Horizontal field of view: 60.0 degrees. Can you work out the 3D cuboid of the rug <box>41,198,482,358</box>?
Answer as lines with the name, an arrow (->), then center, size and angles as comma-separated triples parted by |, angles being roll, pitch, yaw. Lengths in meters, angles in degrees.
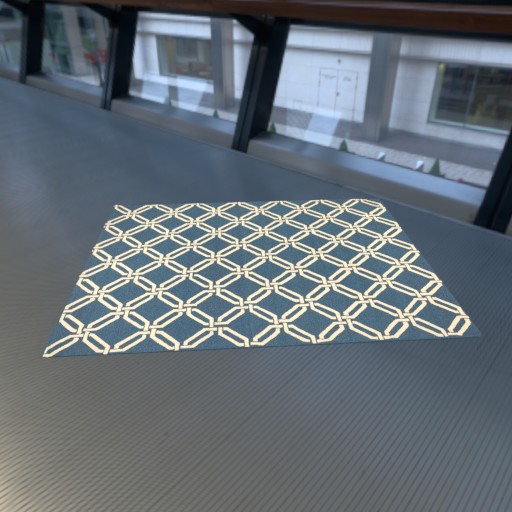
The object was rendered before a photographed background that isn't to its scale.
rug -> 0.000, 0.000, 3.817 | 2.867, 0.020, 2.277 | -2, 31, -3
